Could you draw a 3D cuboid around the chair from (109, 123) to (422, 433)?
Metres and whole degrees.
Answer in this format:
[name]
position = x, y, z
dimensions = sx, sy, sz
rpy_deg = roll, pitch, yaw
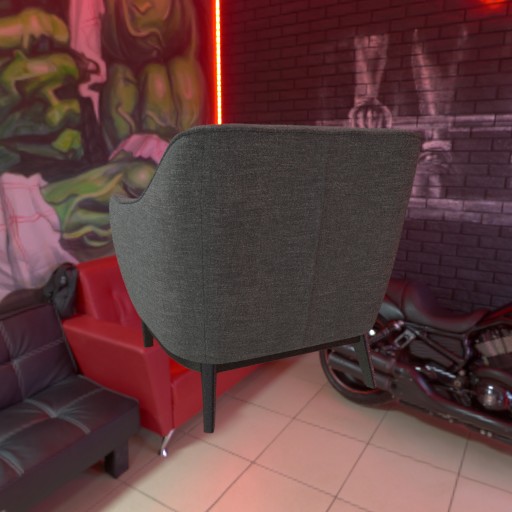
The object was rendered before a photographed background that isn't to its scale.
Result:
[chair]
position = 0.000, 0.000, 1.543
dimensions = 0.870, 0.829, 0.851
rpy_deg = -6, 14, -25
